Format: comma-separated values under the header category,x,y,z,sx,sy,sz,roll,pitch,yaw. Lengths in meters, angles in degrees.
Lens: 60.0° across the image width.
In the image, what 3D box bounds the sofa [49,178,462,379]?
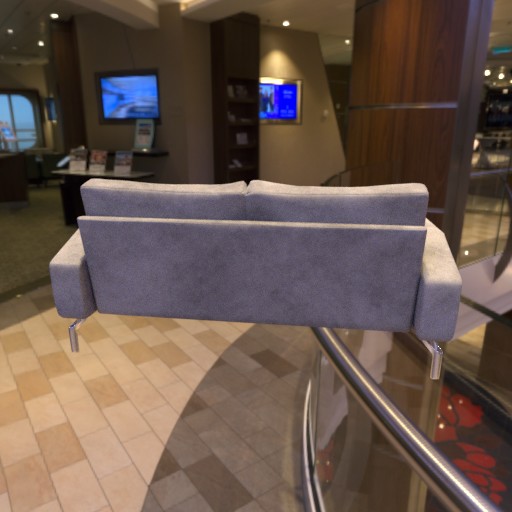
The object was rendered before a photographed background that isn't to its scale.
category,x,y,z,sx,sy,sz,roll,pitch,yaw
sofa,0.000,0.000,2.345,1.837,0.859,0.849,2,17,8
